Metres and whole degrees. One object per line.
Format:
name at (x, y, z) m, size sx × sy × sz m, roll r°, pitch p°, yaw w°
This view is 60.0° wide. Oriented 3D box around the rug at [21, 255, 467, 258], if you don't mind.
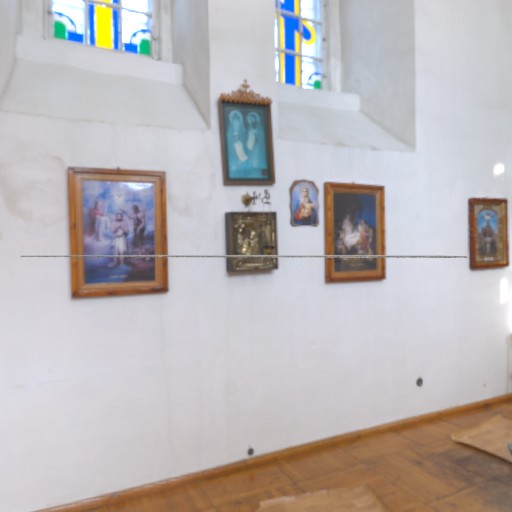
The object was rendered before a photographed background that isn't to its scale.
rug at (0.000, 0.000, 2.850) m, size 2.283 × 0.006 × 1.521 m, roll 0°, pitch 0°, yaw 18°
